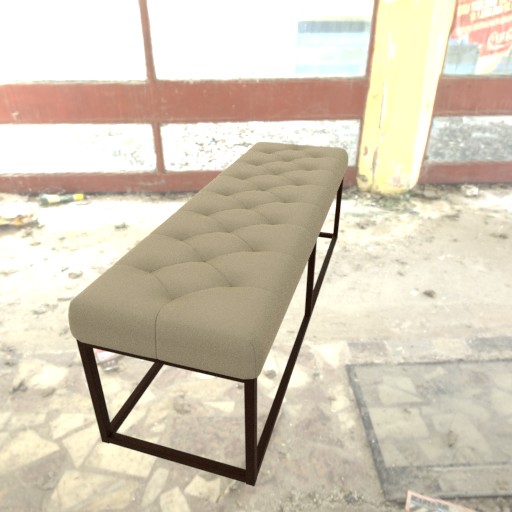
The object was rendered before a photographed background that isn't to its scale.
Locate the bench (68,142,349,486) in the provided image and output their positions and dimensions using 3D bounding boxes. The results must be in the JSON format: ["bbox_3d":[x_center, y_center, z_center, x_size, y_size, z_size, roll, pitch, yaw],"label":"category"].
[{"bbox_3d":[0.000,0.000,1.674,0.479,0.488,1.488,9,30,15],"label":"bench"}]
